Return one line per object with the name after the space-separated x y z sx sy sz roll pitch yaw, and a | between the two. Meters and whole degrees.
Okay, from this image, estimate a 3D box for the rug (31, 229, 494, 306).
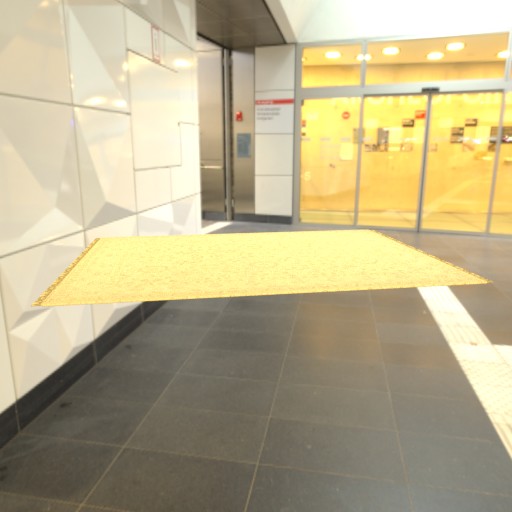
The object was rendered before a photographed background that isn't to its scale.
0.000 0.000 2.828 2.233 0.011 1.514 -2 14 -9 | rug
